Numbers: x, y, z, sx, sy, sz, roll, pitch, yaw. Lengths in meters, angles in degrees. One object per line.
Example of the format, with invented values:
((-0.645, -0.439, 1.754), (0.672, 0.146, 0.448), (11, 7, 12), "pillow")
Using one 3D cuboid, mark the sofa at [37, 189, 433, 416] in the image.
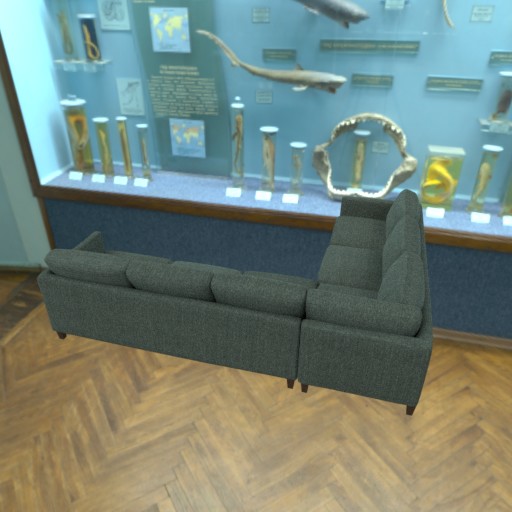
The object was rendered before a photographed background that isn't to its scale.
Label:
((0.000, 0.000, 4.607), (3.302, 0.947, 2.593), (8, 32, 14), "sofa")
